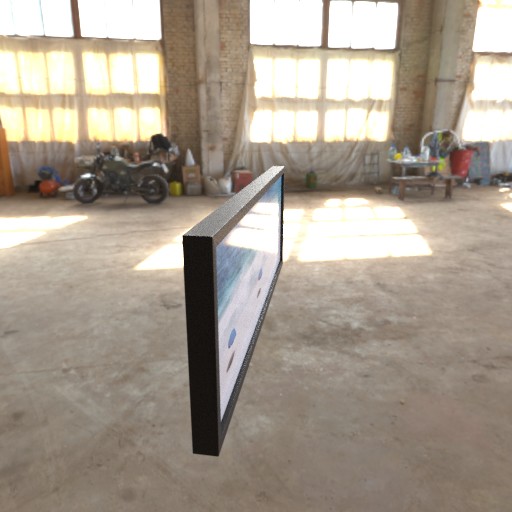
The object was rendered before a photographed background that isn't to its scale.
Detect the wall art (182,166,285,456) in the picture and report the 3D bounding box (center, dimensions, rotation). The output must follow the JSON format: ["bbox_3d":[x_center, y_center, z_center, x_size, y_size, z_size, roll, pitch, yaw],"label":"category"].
[{"bbox_3d":[0.000,0.000,0.958,0.037,0.303,0.860,3,17,9],"label":"wall art"}]
